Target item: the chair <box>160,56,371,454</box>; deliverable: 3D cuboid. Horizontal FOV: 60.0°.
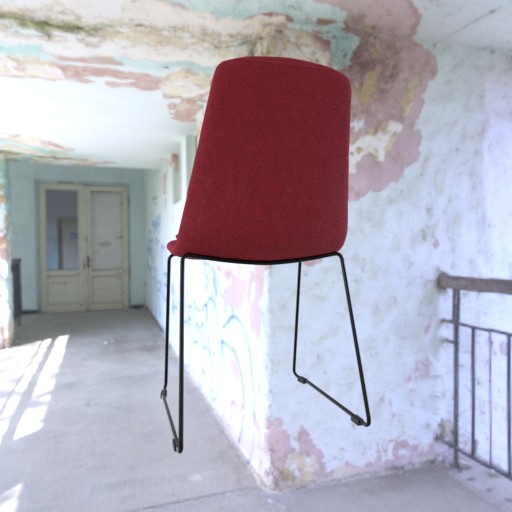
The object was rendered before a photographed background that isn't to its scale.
[{"bbox_3d":[0.000,0.000,1.193,0.479,0.858,0.518,-1,2,-17],"label":"chair"}]
